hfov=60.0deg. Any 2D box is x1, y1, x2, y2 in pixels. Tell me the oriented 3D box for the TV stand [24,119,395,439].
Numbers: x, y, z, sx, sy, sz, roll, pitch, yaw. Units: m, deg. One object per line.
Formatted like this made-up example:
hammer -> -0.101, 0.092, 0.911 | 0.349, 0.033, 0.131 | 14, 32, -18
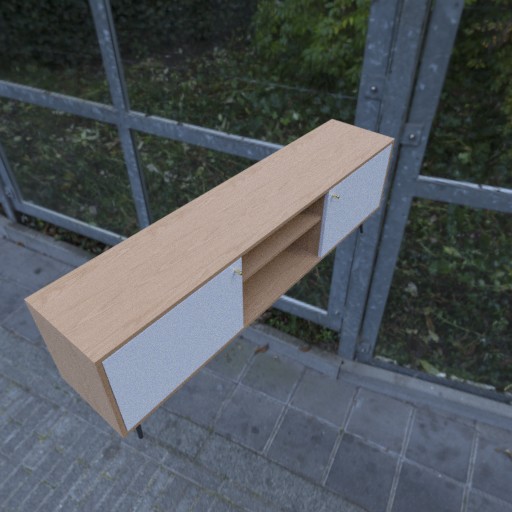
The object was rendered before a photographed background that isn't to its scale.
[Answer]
TV stand -> 0.000, 0.000, 1.976 | 0.400, 0.580, 1.760 | 28, 48, 29
